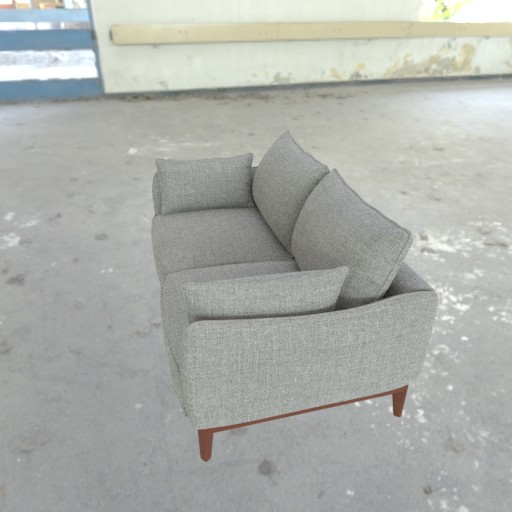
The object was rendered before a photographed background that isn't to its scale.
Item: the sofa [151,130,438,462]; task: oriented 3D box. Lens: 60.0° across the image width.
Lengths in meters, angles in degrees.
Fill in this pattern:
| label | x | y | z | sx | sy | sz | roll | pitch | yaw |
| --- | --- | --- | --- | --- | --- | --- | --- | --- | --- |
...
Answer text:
| label | x | y | z | sx | sy | sz | roll | pitch | yaw |
| --- | --- | --- | --- | --- | --- | --- | --- | --- | --- |
| sofa | 0.000 | 0.000 | 2.171 | 0.972 | 0.851 | 1.580 | -7 | 31 | -13 |
